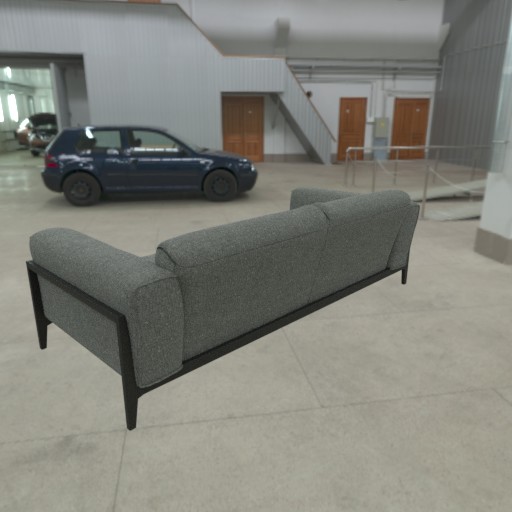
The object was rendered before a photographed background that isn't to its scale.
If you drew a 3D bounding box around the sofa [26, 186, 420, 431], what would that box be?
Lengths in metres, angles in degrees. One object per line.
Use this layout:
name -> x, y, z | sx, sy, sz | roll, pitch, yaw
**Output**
sofa -> 0.000, 0.000, 2.509 | 0.985, 0.703, 2.125 | 17, 24, 42
